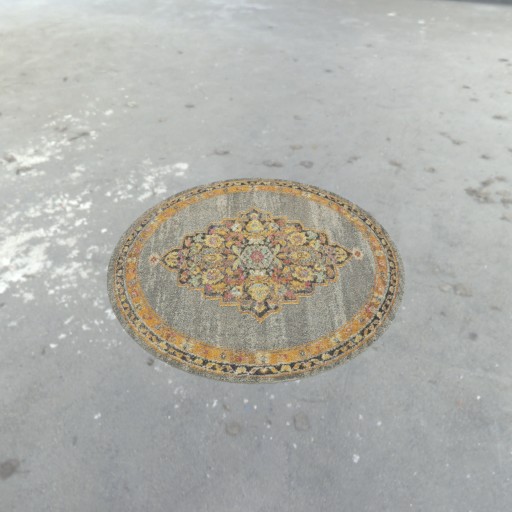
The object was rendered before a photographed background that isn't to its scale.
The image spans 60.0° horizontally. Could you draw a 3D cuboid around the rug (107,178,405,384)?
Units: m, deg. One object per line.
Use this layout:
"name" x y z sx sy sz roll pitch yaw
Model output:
"rug" 0.000 0.000 3.642 2.382 0.014 2.382 0 42 0
